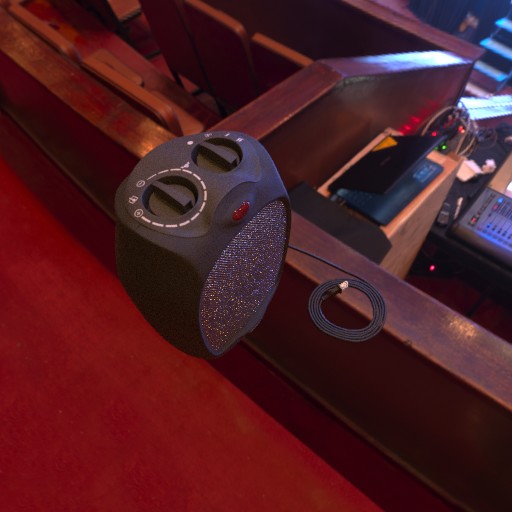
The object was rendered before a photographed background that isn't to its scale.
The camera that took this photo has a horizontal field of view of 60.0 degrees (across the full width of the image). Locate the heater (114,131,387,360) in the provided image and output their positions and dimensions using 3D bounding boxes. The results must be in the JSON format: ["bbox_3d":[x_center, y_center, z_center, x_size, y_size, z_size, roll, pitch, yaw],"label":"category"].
[{"bbox_3d":[0.000,0.000,0.477,0.291,0.240,0.239,31,61,20],"label":"heater"}]
